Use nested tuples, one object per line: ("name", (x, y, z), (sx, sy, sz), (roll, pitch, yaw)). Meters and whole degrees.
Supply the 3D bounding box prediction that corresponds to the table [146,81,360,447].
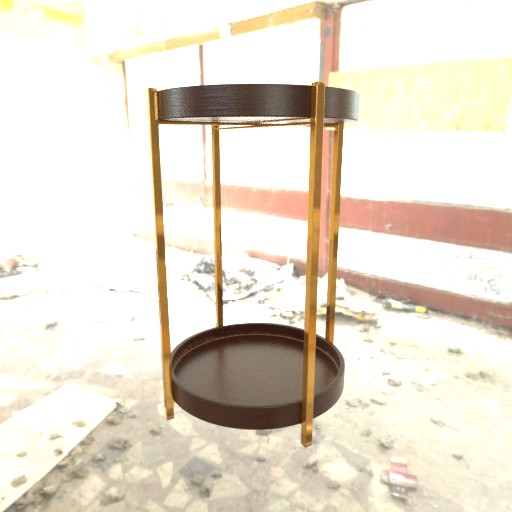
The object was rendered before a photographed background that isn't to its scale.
("table", (0.000, 0.000, 0.884), (0.400, 0.610, 0.400), (-8, 16, -27))
